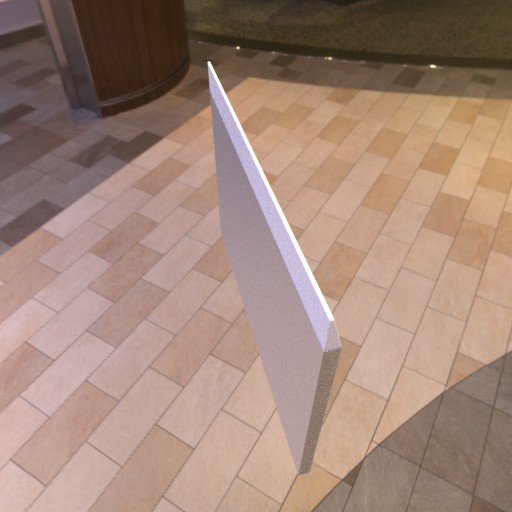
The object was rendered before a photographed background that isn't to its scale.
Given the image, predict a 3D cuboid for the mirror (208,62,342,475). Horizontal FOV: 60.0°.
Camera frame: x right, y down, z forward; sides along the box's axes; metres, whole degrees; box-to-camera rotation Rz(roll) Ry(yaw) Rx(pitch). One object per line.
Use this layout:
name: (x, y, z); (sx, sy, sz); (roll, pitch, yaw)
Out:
mirror: (0.000, 0.000, 1.122); (0.030, 0.630, 0.870); (-11, 47, -11)
